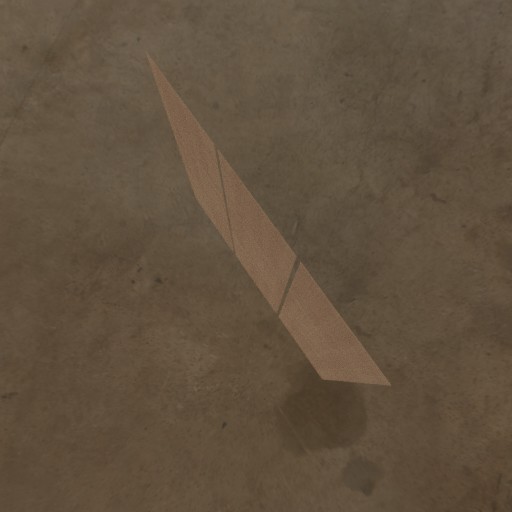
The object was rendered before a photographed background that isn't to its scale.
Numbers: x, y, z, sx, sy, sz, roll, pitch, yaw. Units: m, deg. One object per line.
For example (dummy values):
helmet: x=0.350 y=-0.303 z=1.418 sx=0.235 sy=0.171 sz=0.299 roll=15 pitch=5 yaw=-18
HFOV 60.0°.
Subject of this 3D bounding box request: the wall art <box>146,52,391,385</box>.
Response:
wall art: x=0.000 y=0.000 z=2.297 sx=0.002 sy=1.505 sz=1.517 roll=-34 pitch=78 yaw=-8
